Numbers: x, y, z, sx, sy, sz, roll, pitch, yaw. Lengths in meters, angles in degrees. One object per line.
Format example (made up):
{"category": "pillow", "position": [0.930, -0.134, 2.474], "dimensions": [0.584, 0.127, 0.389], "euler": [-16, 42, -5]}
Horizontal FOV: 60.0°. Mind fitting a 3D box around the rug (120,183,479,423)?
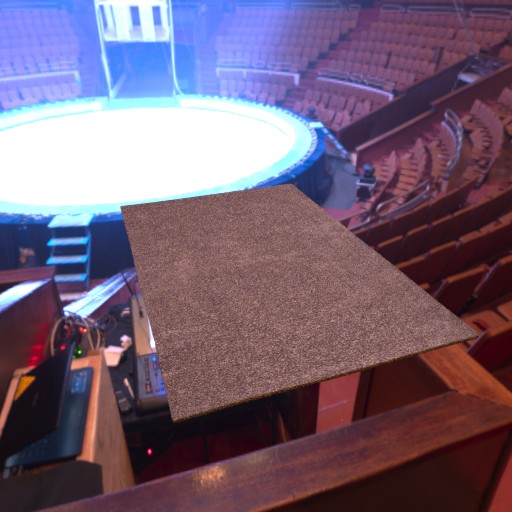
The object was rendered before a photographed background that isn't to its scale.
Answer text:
{"category": "rug", "position": [0.000, 0.000, 3.426], "dimensions": [1.802, 0.026, 2.699], "euler": [-10, 31, -17]}
